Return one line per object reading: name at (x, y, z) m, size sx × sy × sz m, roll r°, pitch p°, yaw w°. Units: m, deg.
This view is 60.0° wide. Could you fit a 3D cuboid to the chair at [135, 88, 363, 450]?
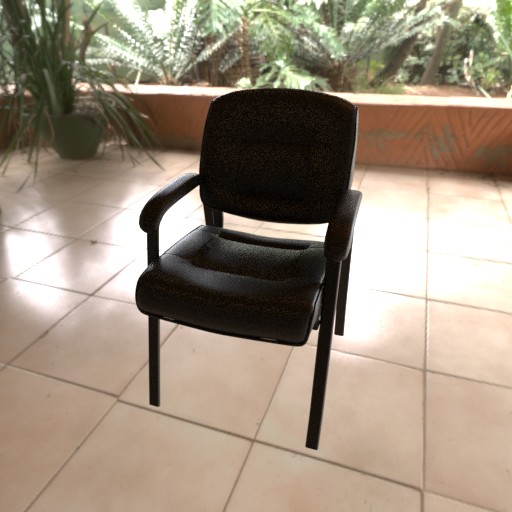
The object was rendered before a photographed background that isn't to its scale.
chair at (0.000, 0.000, 1.370) m, size 0.591 × 0.910 × 0.668 m, roll 9°, pitch 29°, yaw 16°
